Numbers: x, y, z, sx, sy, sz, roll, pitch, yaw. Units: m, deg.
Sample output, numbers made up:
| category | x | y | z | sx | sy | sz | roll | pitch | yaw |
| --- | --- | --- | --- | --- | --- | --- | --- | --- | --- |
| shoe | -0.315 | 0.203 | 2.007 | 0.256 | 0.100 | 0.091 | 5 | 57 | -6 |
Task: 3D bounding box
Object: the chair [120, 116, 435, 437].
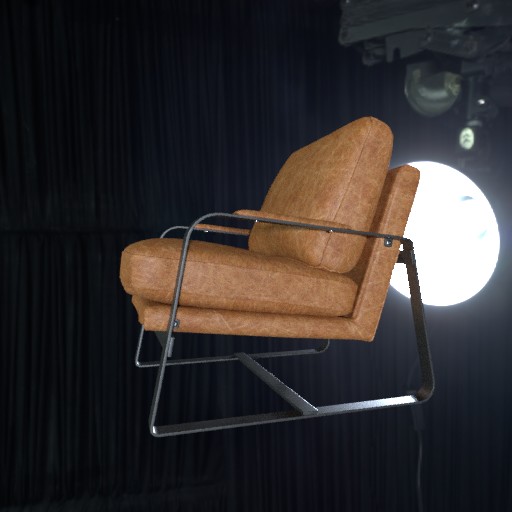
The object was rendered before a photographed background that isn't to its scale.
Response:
| category | x | y | z | sx | sy | sz | roll | pitch | yaw |
| --- | --- | --- | --- | --- | --- | --- | --- | --- | --- |
| chair | 0.000 | 0.000 | 1.368 | 0.801 | 0.777 | 0.651 | 0 | 1 | -18 |
